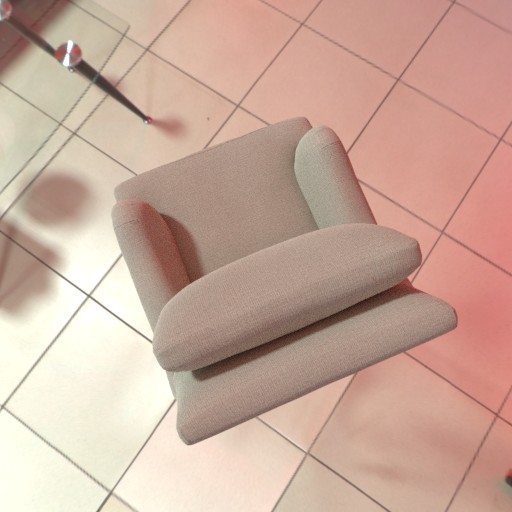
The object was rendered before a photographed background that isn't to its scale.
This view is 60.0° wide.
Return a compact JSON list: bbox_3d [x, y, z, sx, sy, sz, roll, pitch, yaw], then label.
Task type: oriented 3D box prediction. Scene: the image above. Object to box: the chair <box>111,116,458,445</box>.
[{"bbox_3d":[0.000,0.000,1.823,0.955,1.038,1.070,-22,77,-5],"label":"chair"}]
